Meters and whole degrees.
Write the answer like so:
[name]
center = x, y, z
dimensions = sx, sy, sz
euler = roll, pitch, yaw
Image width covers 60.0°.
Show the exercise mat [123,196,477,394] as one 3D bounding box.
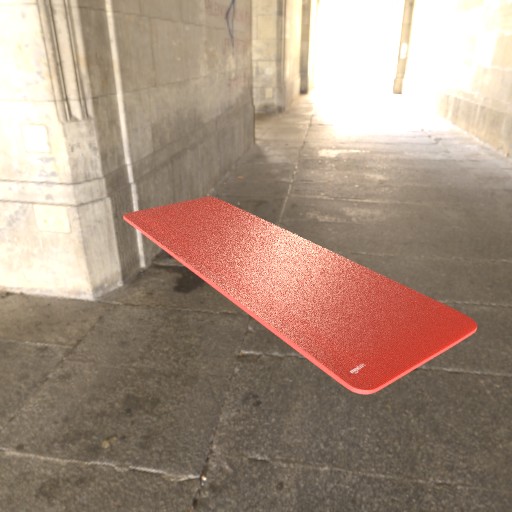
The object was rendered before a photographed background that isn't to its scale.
[exercise mat]
center = 0.000, 0.000, 2.076
dimensions = 0.616, 0.021, 1.869
euler = -17, 30, -32
